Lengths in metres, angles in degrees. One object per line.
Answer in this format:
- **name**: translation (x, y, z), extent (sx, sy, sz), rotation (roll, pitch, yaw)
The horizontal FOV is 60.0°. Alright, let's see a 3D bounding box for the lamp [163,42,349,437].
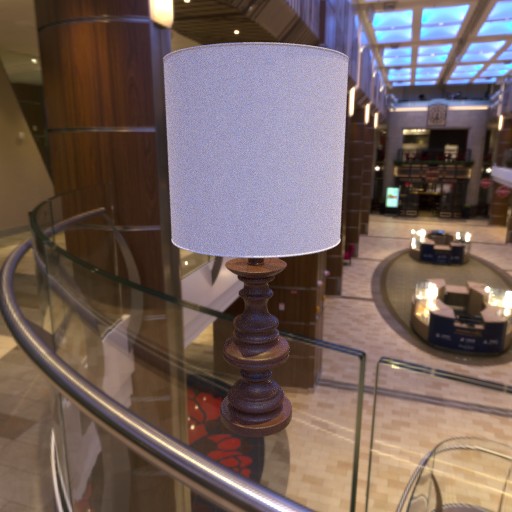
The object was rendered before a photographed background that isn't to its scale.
- **lamp**: translation (0.000, 0.000, 0.562), extent (0.208, 0.455, 0.208), rotation (-7, 16, -27)
